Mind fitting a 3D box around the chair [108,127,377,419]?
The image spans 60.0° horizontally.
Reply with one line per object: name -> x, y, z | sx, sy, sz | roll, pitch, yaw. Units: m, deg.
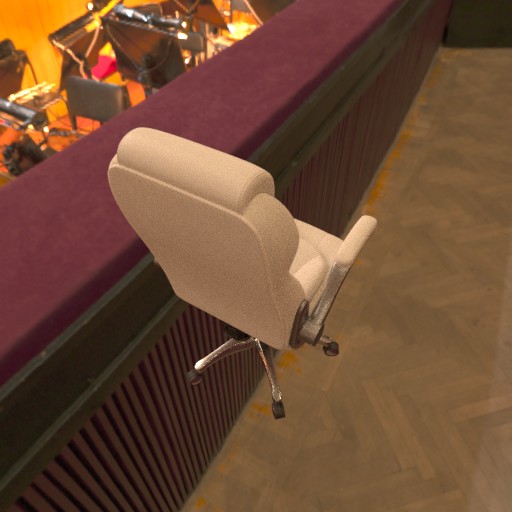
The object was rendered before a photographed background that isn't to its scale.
chair -> 0.000, 0.000, 1.759 | 0.755, 1.330, 0.806 | 24, 50, 22
